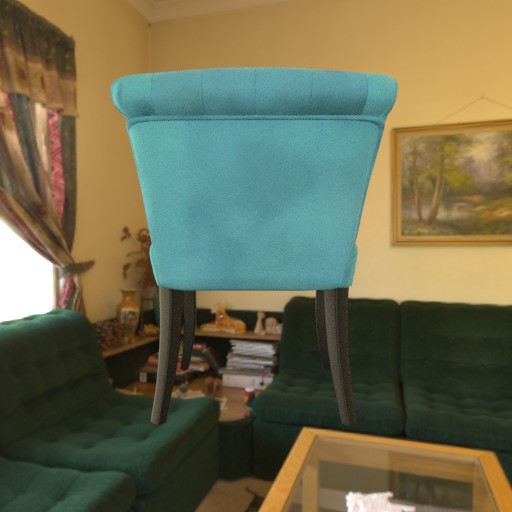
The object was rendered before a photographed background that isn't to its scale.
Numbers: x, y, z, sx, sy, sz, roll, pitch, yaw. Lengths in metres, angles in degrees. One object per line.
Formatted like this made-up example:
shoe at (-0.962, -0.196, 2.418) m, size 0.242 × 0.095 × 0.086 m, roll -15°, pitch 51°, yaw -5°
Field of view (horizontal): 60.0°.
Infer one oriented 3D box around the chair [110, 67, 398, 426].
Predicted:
chair at (0.000, 0.000, 1.140) m, size 0.582 × 0.750 × 0.605 m, roll 0°, pitch 1°, yaw 0°
